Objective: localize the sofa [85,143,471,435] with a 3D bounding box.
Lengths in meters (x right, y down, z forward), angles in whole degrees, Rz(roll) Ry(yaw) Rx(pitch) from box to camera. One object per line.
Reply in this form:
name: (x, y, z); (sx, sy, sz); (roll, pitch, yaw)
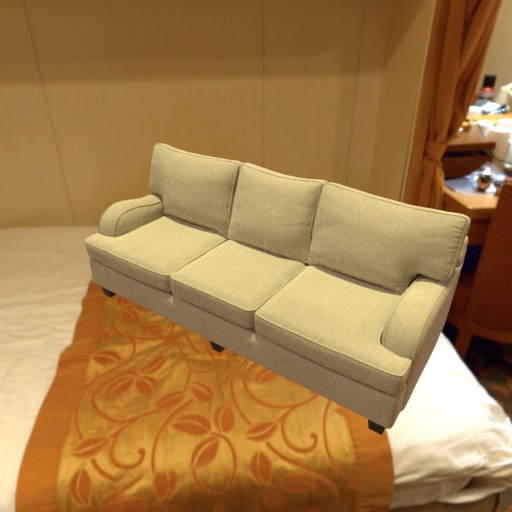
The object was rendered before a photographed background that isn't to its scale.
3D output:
sofa: (0.000, 0.000, 2.889); (2.323, 0.991, 1.016); (19, 35, 30)
